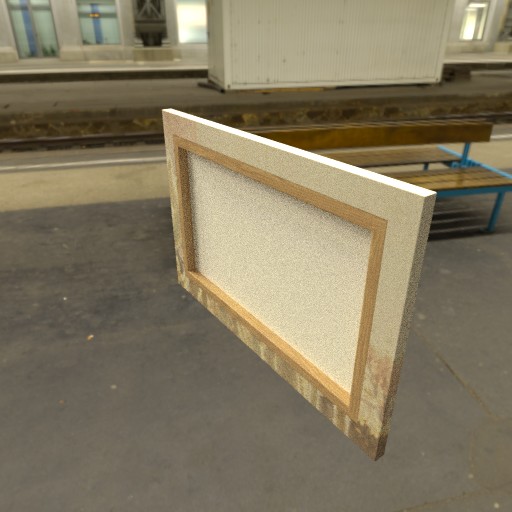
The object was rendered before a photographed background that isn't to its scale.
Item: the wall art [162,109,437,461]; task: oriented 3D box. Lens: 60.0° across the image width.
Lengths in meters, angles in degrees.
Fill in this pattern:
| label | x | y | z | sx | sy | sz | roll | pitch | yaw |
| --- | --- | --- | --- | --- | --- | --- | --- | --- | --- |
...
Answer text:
| label | x | y | z | sx | sy | sz | roll | pitch | yaw |
| --- | --- | --- | --- | --- | --- | --- | --- | --- | --- |
| wall art | 0.000 | 0.000 | 1.436 | 0.041 | 0.758 | 1.142 | -19 | 33 | -31 |
